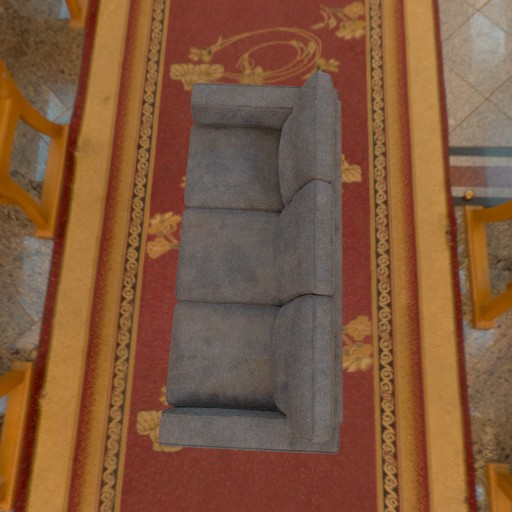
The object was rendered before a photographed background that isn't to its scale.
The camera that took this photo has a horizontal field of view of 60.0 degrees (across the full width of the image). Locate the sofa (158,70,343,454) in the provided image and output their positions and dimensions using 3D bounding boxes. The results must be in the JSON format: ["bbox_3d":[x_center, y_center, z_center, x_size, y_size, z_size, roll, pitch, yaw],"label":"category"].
[{"bbox_3d":[0.000,0.000,2.656,0.939,0.965,2.133,3,75,1],"label":"sofa"}]
